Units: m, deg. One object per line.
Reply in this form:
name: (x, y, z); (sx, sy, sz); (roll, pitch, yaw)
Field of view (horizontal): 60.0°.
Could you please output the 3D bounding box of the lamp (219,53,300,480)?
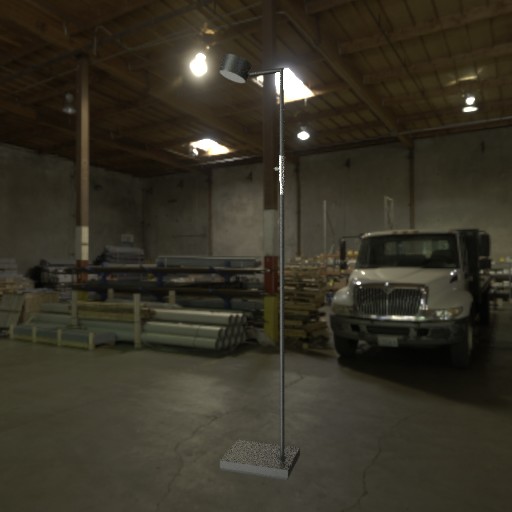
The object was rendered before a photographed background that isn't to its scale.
lamp: (0.000, 0.000, 1.729); (0.304, 1.600, 0.203); (0, -1, 18)
